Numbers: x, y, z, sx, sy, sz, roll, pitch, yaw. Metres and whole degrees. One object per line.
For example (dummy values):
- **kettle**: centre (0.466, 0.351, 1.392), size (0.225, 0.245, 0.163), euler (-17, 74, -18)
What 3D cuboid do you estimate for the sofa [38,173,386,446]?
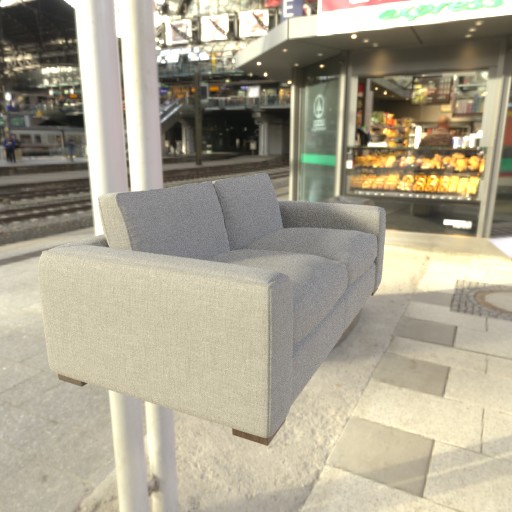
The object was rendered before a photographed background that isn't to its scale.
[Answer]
- **sofa**: centre (0.000, 0.000, 2.411), size (1.069, 0.800, 1.920), euler (7, 16, 25)
